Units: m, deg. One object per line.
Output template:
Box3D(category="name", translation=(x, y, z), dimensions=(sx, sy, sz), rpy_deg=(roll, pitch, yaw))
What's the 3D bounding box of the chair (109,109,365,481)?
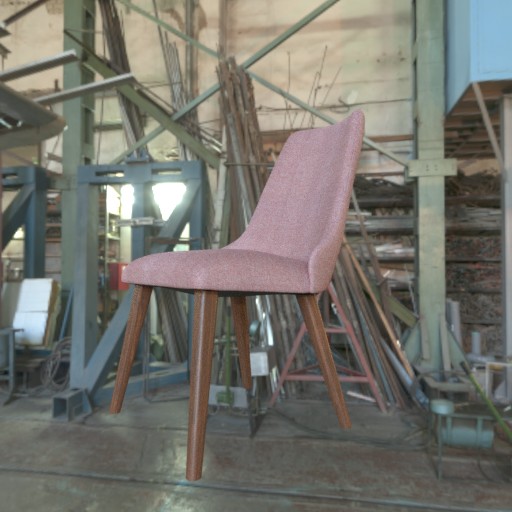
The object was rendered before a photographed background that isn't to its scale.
Box3D(category="chair", translation=(0.000, 0.000, 1.308), dimensions=(0.707, 0.918, 0.535), rpy_deg=(1, -1, -35))
